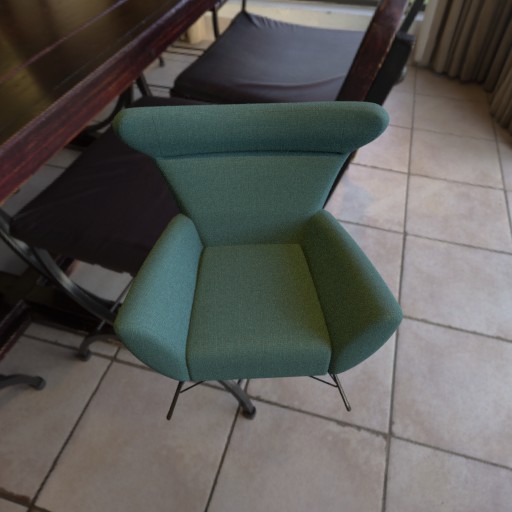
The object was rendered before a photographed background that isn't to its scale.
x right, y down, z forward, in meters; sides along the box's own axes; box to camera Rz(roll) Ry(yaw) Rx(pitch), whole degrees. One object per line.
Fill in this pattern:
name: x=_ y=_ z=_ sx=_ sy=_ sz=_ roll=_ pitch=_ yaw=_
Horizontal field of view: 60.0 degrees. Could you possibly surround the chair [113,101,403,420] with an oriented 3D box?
chair: x=0.000 y=0.000 z=1.790 sx=1.050 sy=0.980 sz=0.900 roll=-2 pitch=47 yaw=-2
